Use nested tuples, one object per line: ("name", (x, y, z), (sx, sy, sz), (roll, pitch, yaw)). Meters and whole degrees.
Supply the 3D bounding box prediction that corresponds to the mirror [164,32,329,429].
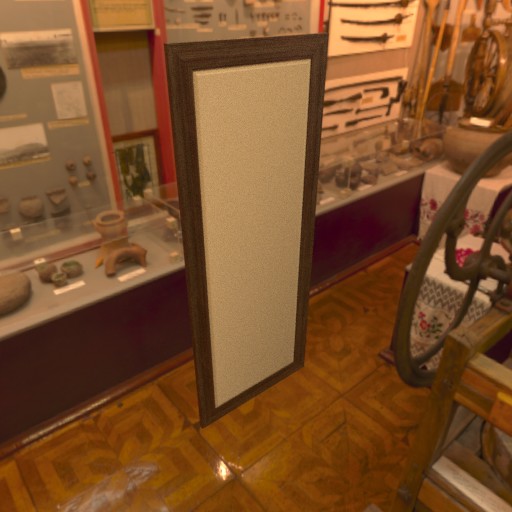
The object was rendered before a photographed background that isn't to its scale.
("mirror", (0.000, 0.000, 2.292), (0.812, 2.032, 0.025), (-22, 37, -32))
